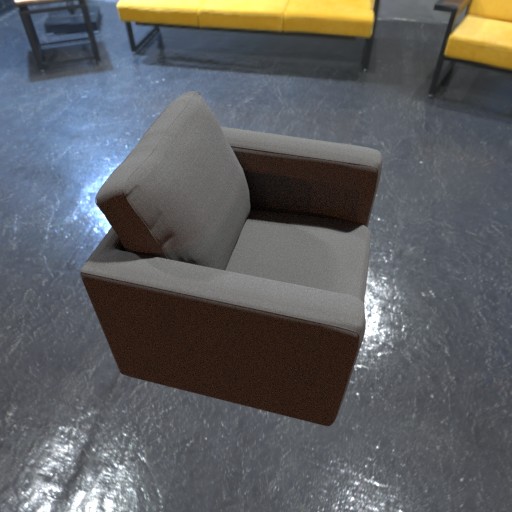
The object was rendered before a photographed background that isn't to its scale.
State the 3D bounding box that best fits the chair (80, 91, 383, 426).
[{"bbox_3d":[0.000,0.000,1.582,0.800,0.927,0.854,10,47,10],"label":"chair"}]
